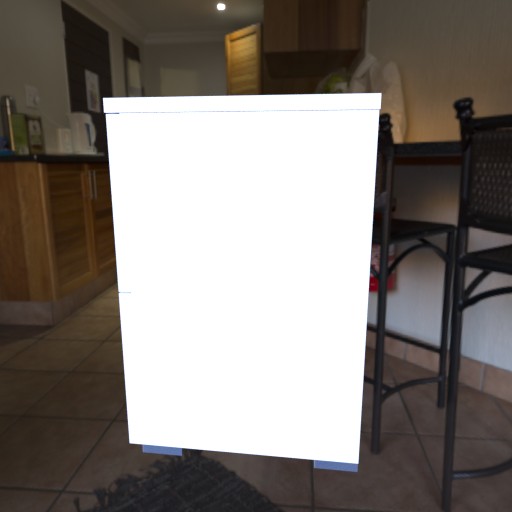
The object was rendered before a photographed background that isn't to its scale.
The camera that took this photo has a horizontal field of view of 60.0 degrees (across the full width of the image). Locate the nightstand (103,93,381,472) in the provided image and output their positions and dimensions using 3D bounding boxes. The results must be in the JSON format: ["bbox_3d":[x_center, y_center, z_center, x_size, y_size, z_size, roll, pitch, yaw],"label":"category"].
[{"bbox_3d":[0.000,0.000,0.750,0.325,0.460,0.441,2,13,8],"label":"nightstand"}]
